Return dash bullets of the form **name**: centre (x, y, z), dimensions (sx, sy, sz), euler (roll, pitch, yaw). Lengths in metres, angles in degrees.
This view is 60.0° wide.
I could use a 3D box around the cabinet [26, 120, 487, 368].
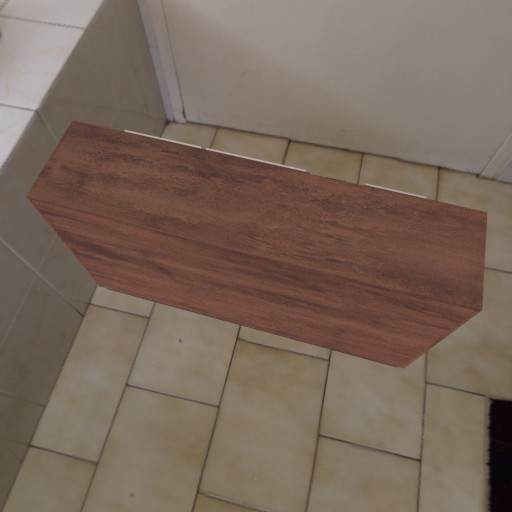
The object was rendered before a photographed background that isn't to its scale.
- **cabinet**: centre (0.000, 0.000, 1.988), dimensions (1.600, 0.900, 0.420), euler (14, 64, 7)
